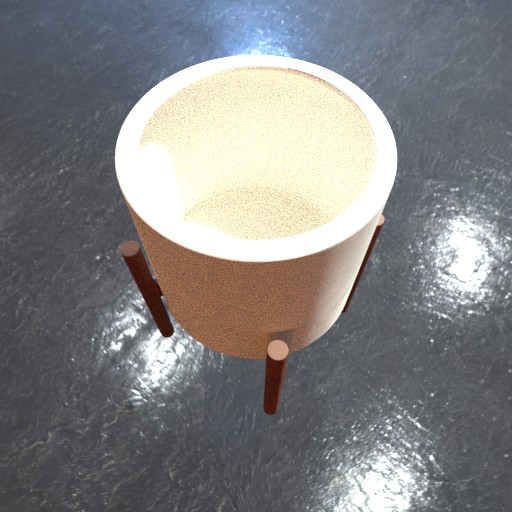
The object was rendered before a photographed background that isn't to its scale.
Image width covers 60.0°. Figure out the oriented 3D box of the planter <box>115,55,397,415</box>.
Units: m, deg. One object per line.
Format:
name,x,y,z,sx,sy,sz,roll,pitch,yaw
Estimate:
planter,0.000,0.000,0.506,0.224,0.358,0.224,32,64,18
